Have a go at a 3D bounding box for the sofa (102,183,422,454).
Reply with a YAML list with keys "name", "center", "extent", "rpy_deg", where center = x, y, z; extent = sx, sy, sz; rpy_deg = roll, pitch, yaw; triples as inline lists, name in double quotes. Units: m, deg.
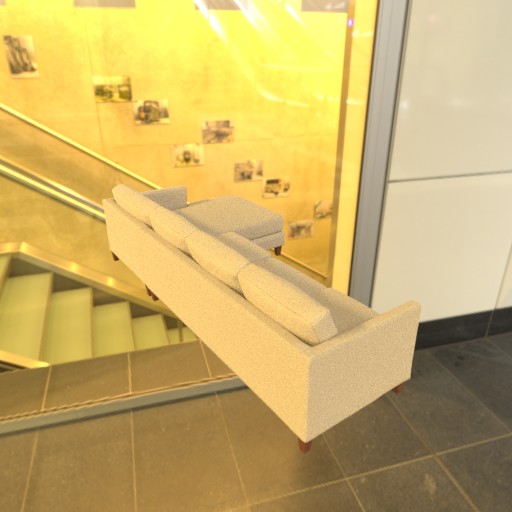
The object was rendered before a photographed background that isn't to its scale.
- name: "sofa"
  center: [0.000, 0.000, 3.892]
  extent: [1.625, 0.861, 3.186]
  rpy_deg: [-17, 30, -32]
